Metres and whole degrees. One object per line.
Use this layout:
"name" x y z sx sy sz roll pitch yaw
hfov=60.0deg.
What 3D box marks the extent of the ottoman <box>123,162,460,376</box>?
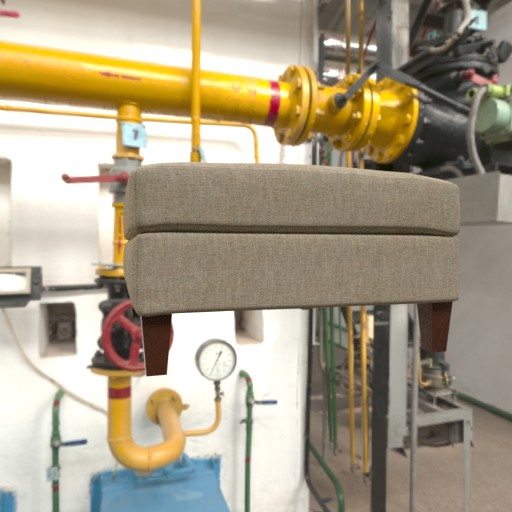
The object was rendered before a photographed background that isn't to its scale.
"ottoman" 0.000 0.000 1.473 0.836 0.492 0.976 0 1 -17
